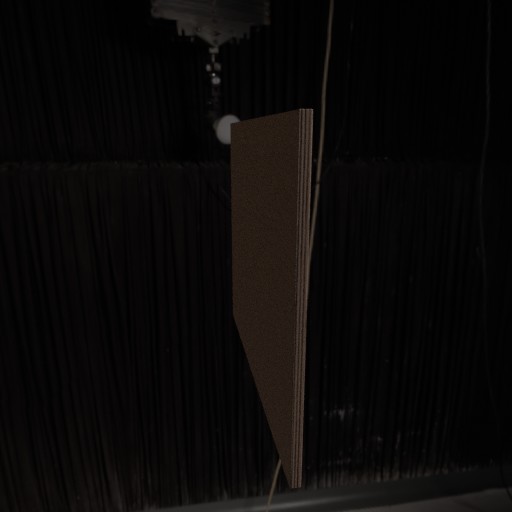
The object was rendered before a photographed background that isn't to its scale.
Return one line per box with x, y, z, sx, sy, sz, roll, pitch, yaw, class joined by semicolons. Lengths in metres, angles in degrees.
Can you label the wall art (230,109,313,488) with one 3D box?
0.000;0.000;0.688;0.013;0.406;0.508;-3;15;-10;wall art
